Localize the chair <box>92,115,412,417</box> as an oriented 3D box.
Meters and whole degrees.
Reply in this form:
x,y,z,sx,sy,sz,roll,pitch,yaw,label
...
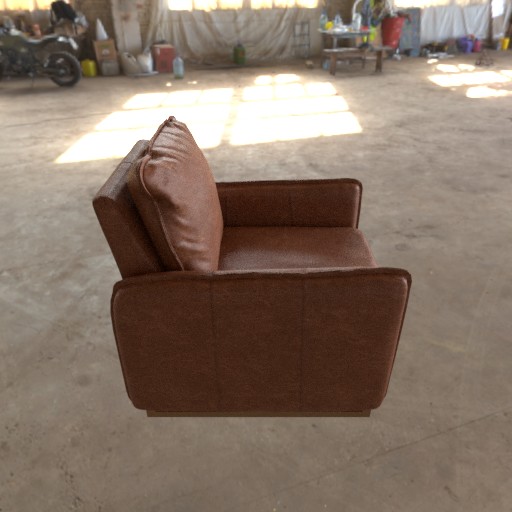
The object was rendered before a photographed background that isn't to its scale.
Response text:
x,y,z,sx,sy,sz,roll,pitch,yaw,label
0.000,0.000,1.650,0.922,0.922,0.830,0,31,0,chair
